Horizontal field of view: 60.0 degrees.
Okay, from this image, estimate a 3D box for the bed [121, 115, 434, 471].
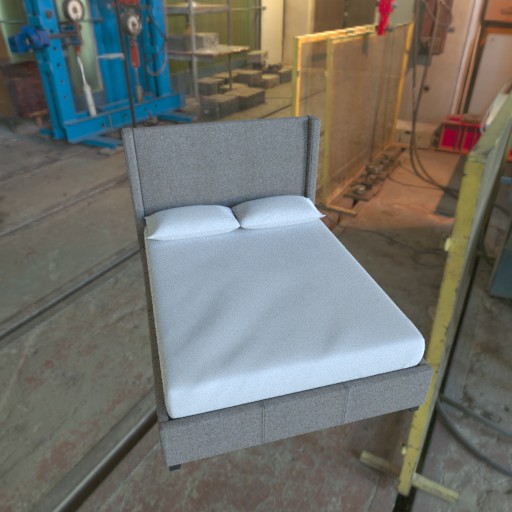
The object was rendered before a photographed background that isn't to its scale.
[{"bbox_3d":[0.000,0.000,3.339,1.714,1.481,2.245,-8,32,-13],"label":"bed"}]
